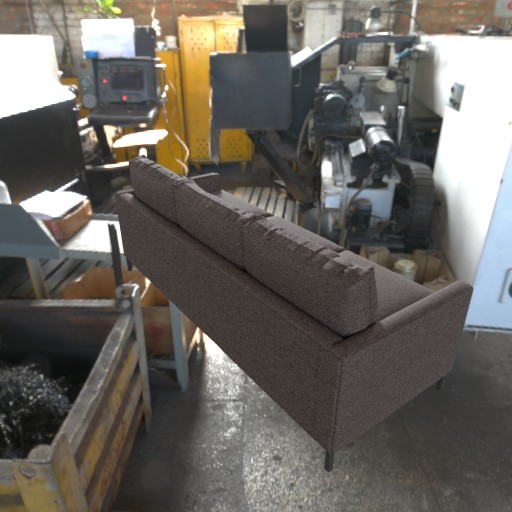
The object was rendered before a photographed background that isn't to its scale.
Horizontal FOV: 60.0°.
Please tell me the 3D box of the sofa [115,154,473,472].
[{"bbox_3d":[0.000,0.000,2.656,0.876,0.882,2.253,-18,32,-32],"label":"sofa"}]
